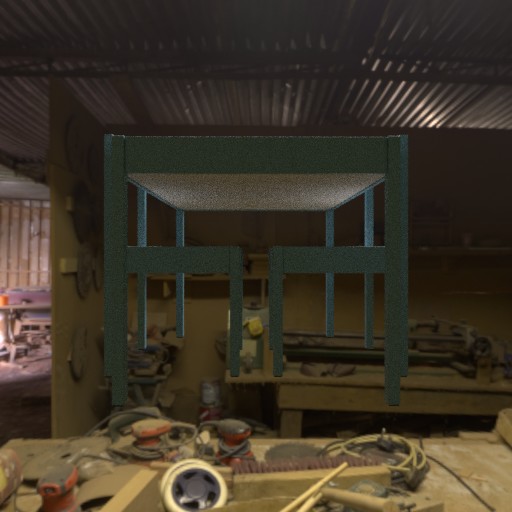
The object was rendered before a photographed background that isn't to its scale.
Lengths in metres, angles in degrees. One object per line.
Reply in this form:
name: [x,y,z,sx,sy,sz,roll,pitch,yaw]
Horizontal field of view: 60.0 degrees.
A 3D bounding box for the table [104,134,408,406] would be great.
table: [0.000,0.000,1.059,0.633,0.503,0.639,0,0,0]
